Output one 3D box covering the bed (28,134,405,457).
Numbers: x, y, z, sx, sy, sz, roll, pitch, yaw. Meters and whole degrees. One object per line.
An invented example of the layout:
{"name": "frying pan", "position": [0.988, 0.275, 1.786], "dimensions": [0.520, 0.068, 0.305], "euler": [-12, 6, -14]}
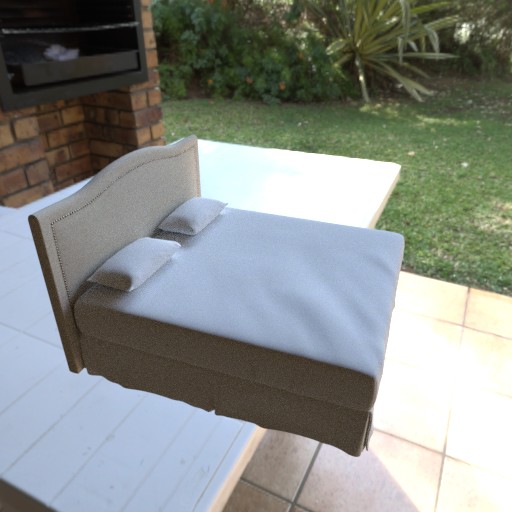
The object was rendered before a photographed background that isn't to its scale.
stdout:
{"name": "bed", "position": [0.000, 0.000, 3.469], "dimensions": [2.182, 1.421, 2.083], "euler": [10, 31, 18]}
